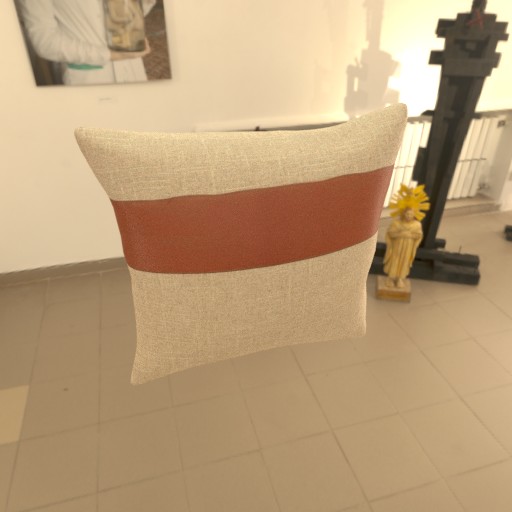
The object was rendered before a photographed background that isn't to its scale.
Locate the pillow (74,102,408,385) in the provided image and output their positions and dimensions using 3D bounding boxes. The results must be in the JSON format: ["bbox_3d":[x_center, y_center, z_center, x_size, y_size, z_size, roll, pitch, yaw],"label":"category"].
[{"bbox_3d":[0.000,0.000,0.635,0.414,0.399,0.173,-9,33,-14],"label":"pillow"}]
